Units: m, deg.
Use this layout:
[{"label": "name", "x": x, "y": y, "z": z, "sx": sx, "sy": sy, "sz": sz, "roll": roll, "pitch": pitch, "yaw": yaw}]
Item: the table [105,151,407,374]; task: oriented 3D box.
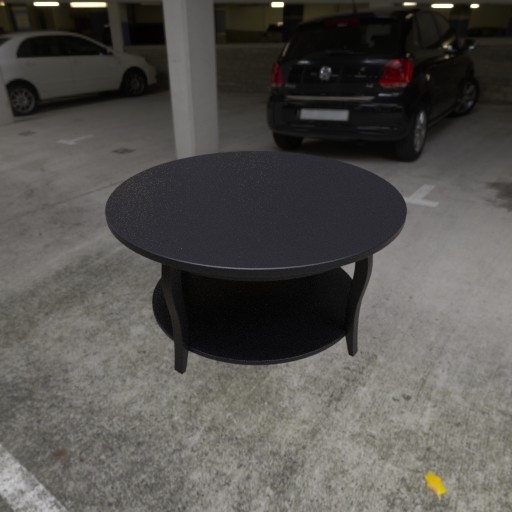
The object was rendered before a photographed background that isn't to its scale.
[{"label": "table", "x": 0.000, "y": 0.000, "z": 1.512, "sx": 0.914, "sy": 0.457, "sz": 0.914, "roll": 0, "pitch": 30, "yaw": 0}]
